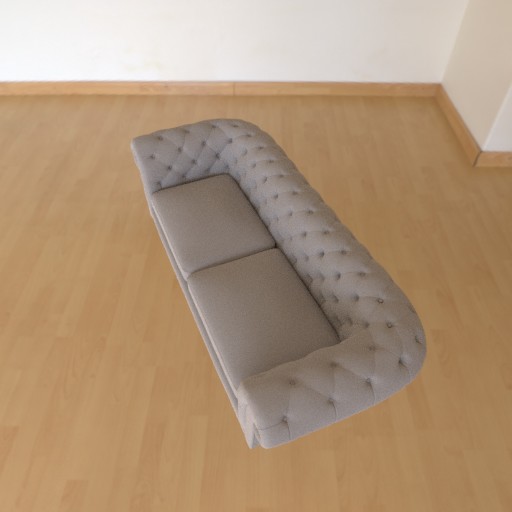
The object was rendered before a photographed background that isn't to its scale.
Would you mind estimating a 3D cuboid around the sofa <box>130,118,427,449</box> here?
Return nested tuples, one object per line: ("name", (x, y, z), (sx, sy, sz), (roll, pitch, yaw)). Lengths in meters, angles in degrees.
("sofa", (0.000, 0.000, 2.840), (0.991, 0.749, 2.411), (-18, 50, -16))
